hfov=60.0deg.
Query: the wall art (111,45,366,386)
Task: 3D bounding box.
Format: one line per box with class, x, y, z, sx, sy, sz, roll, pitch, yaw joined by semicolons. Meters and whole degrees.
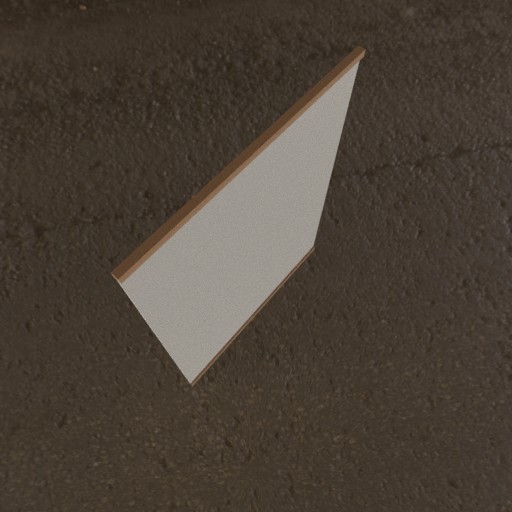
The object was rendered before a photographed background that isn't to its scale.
wall art;0.000;0.000;0.815;0.012;0.608;0.459;37;69;17
